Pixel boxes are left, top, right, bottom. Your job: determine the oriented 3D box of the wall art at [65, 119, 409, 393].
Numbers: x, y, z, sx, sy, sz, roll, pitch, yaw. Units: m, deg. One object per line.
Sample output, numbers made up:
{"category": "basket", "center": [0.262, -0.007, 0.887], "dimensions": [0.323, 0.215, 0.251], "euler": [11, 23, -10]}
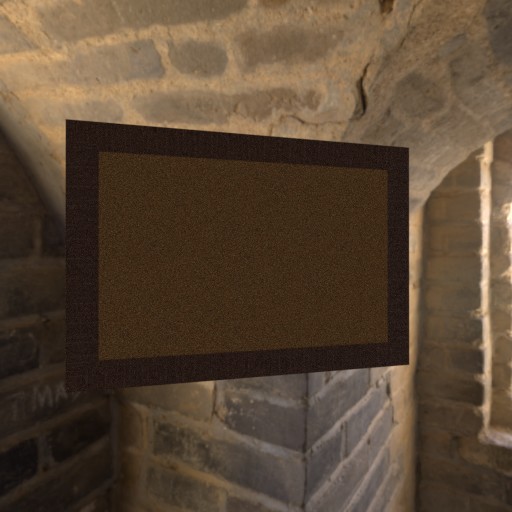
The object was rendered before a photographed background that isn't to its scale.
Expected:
{"category": "wall art", "center": [0.000, 0.000, 1.156], "dimensions": [0.917, 0.626, 0.019], "euler": [0, 0, -17]}
